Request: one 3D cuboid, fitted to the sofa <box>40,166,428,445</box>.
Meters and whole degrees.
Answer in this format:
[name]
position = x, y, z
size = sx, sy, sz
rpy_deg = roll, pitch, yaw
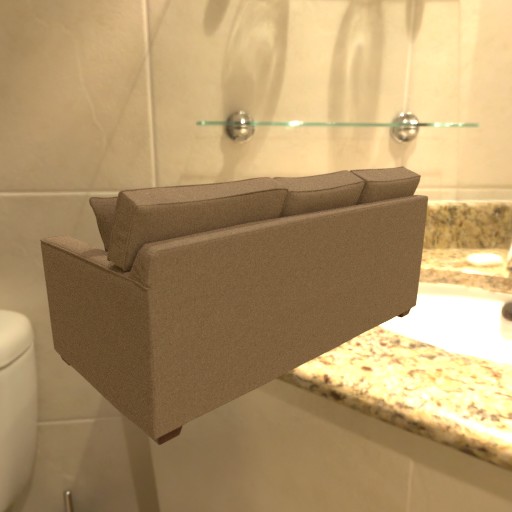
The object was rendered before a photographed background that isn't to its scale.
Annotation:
[sofa]
position = 0.000, 0.000, 2.479
size = 1.963, 0.946, 1.034
rpy_deg = -13, 20, -42
